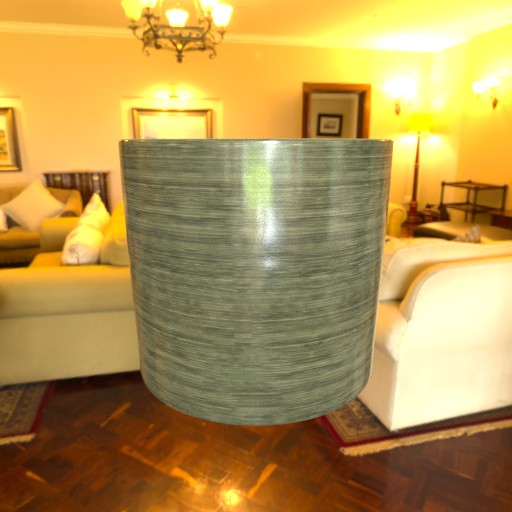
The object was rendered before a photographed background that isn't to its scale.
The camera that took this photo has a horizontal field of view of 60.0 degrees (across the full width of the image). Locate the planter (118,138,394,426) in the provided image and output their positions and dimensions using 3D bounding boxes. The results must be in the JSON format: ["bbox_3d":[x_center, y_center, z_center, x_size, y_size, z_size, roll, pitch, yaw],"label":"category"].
[{"bbox_3d":[0.000,0.000,0.396,0.221,0.201,0.221,0,14,0],"label":"planter"}]
